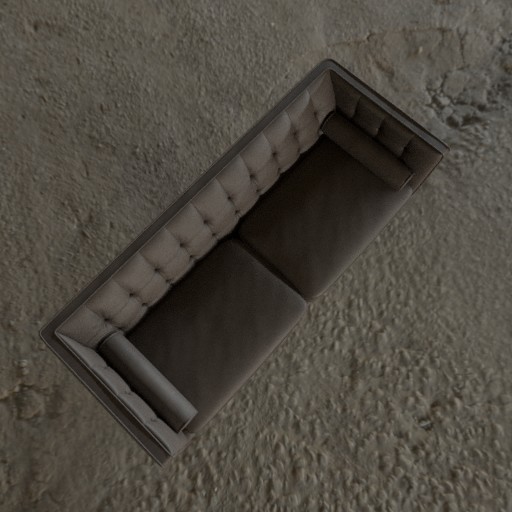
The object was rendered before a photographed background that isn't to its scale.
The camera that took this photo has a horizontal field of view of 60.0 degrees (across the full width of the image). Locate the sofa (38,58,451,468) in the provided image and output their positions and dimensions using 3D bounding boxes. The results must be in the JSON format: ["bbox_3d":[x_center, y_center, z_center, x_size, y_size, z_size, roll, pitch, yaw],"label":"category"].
[{"bbox_3d":[0.000,0.000,2.508,0.867,0.789,2.087,42,79,10],"label":"sofa"}]
